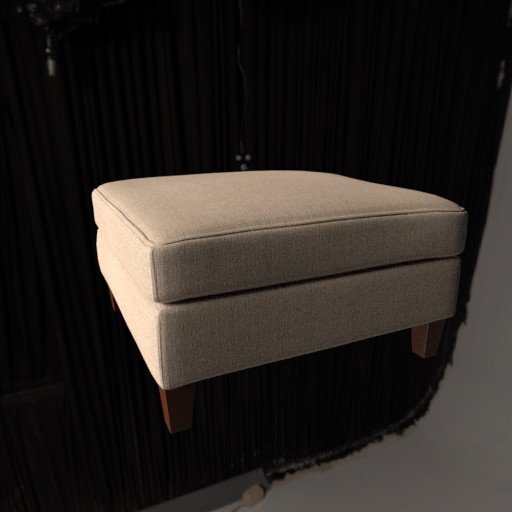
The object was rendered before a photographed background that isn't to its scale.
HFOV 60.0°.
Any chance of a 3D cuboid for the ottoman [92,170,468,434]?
[{"bbox_3d":[0.000,0.000,1.350,0.838,0.481,0.838,-8,18,-25],"label":"ottoman"}]
